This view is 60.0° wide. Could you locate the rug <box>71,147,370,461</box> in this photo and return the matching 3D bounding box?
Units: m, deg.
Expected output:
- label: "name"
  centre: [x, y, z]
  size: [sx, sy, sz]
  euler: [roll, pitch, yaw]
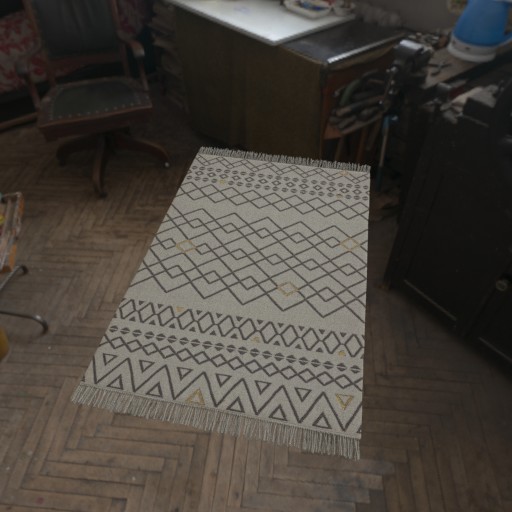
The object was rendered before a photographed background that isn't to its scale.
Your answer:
- label: "rug"
  centre: [0.000, 0.000, 3.032]
  size: [1.495, 0.035, 2.472]
  euler: [8, 47, 8]
